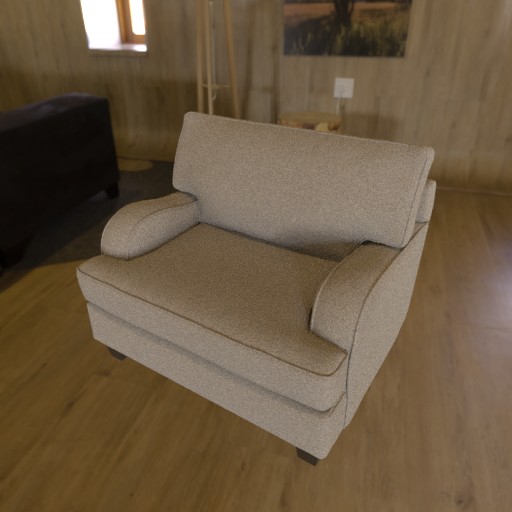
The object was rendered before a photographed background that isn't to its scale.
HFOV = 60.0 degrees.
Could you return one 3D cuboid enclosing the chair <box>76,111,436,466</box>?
[{"bbox_3d":[0.000,0.000,1.947,1.220,1.016,1.040,18,34,28],"label":"chair"}]
